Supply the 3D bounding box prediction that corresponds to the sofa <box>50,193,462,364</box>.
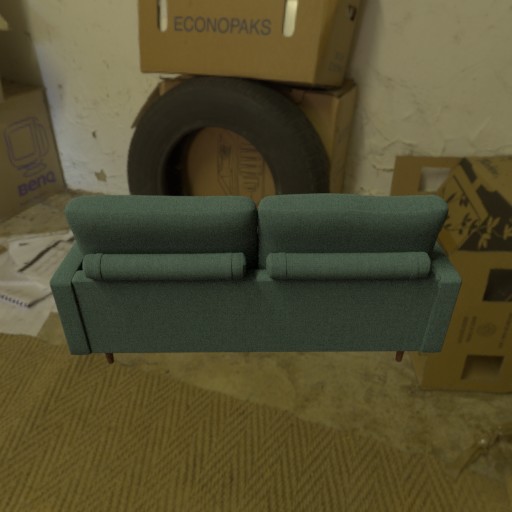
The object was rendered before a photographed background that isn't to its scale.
[{"bbox_3d":[0.000,0.000,2.586,2.010,1.050,0.966,0,32,0],"label":"sofa"}]
